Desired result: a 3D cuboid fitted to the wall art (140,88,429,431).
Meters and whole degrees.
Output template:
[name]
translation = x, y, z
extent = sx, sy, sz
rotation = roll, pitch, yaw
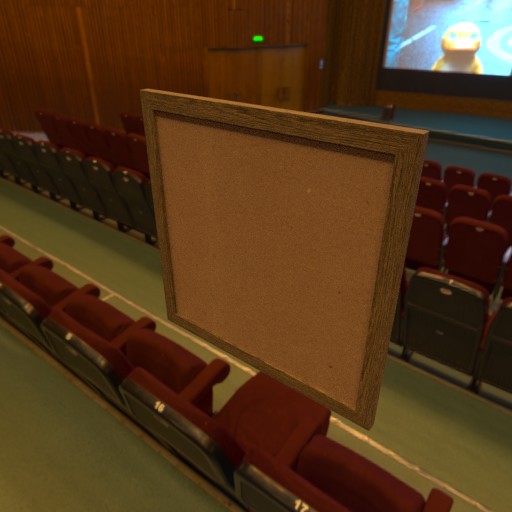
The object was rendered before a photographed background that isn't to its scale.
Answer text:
[wall art]
translation = 0.000, 0.000, 0.780
extent = 0.508, 0.508, 0.019
rotation = 21, 35, 32
